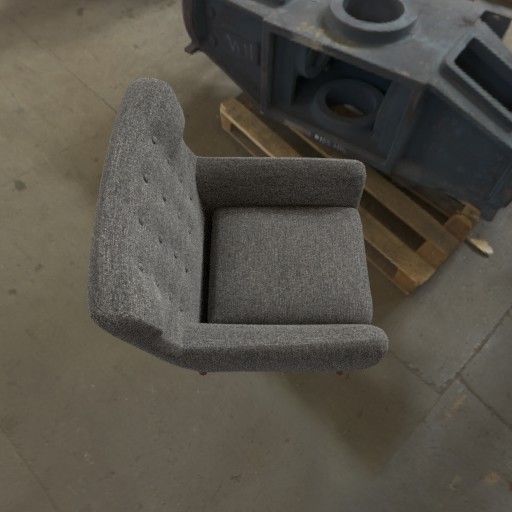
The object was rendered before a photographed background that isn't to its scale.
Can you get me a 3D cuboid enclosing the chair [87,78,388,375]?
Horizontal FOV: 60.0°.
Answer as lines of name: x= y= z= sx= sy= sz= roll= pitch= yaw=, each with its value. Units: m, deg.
chair: x=0.000 y=0.000 z=1.762 sx=0.940 sy=1.039 sz=0.889 roll=0 pitch=64 yaw=0
